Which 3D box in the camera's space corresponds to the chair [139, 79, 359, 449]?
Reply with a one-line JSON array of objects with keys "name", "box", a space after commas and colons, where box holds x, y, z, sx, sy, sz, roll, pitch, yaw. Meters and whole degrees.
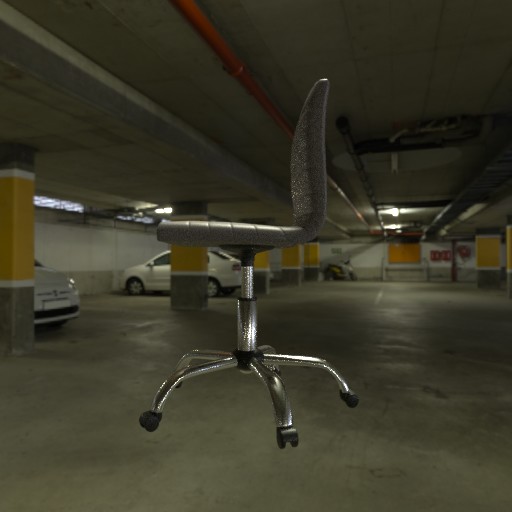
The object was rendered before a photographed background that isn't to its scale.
[{"name": "chair", "box": [0.000, 0.000, 1.155, 0.530, 0.780, 0.556, 0, -1, 0]}]
